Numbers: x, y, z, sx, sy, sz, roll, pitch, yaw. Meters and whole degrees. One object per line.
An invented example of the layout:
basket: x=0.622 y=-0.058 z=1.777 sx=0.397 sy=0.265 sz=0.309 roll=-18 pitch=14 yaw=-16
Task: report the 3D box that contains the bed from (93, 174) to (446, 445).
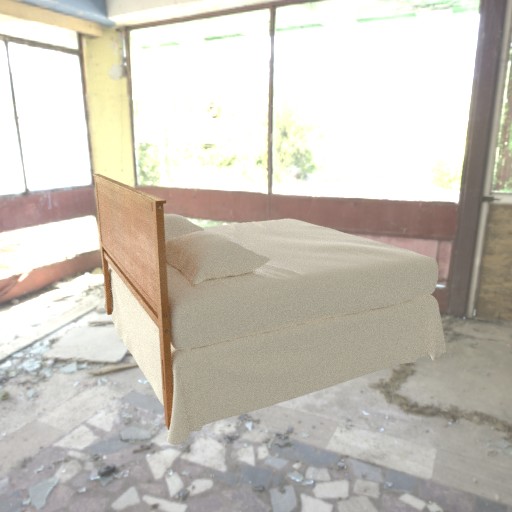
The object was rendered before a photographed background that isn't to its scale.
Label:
bed: x=0.000 y=0.000 z=3.621 sx=2.215 sy=1.270 sz=2.317 roll=-8 pitch=16 yaw=-27
